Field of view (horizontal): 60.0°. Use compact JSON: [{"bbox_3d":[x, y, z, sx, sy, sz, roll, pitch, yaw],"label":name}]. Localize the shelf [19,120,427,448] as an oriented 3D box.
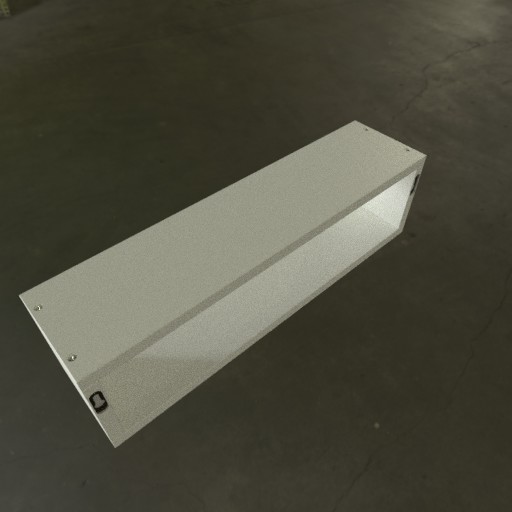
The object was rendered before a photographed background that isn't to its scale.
[{"bbox_3d":[0.000,0.000,0.682,0.610,0.170,0.150,-32,54,-27],"label":"shelf"}]
